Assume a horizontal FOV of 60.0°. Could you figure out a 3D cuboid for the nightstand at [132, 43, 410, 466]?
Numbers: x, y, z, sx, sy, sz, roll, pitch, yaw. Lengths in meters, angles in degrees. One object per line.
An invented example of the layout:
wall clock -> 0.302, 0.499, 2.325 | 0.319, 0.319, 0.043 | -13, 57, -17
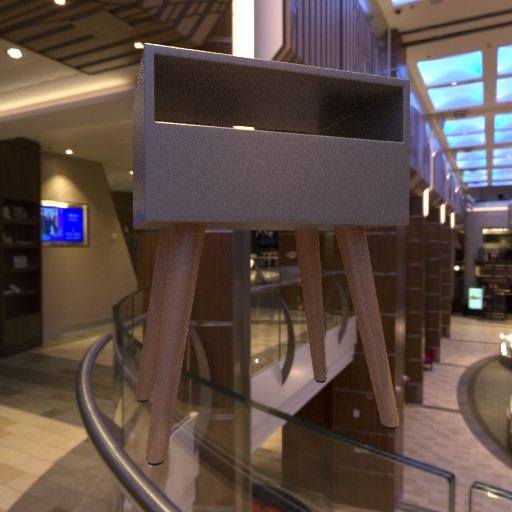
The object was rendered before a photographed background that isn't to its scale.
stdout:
nightstand -> 0.000, 0.000, 0.718 | 0.370, 0.508, 0.288 | 0, 2, -18
